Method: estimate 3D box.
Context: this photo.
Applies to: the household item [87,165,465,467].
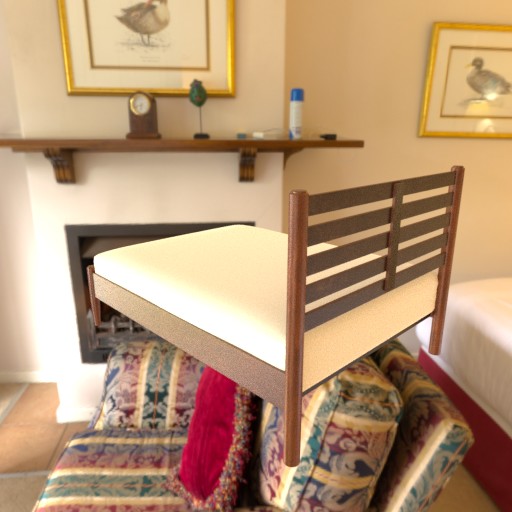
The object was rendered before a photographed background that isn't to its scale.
[{"bbox_3d":[0.000,0.000,3.288,1.663,1.356,2.232,-15,23,-42],"label":"household item"}]
